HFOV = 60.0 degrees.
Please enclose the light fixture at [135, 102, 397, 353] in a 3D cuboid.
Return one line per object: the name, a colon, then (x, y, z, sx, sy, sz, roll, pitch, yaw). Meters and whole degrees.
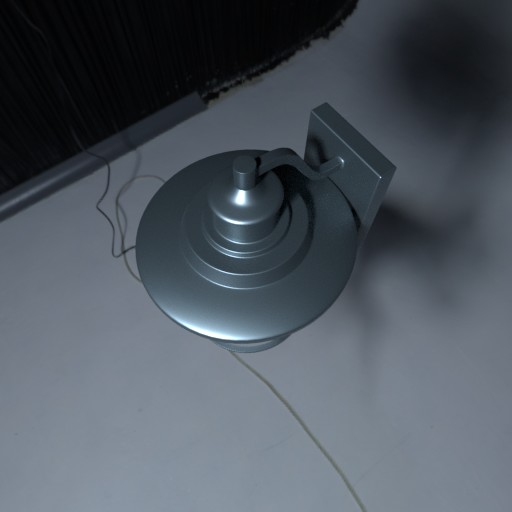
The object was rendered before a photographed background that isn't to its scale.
light fixture: (0.000, 0.000, 0.511, 0.252, 0.345, 0.222, -32, 67, -15)
